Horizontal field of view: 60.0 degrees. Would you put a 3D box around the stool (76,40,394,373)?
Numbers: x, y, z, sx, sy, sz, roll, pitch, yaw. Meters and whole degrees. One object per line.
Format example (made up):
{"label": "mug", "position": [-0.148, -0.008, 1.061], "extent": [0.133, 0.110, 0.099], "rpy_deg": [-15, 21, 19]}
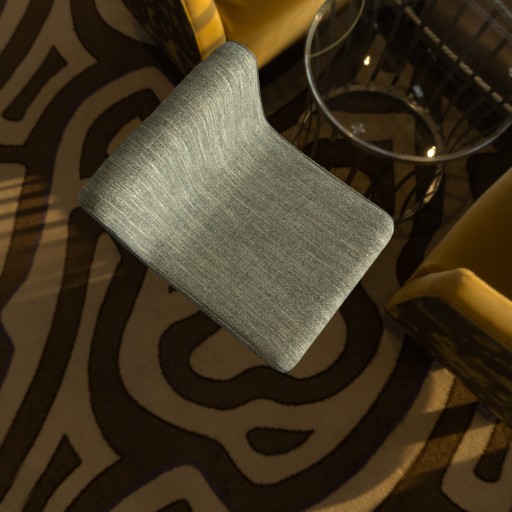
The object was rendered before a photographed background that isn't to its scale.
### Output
{"label": "stool", "position": [0.000, 0.000, 1.220], "extent": [0.499, 0.965, 0.426], "rpy_deg": [38, 79, 9]}
